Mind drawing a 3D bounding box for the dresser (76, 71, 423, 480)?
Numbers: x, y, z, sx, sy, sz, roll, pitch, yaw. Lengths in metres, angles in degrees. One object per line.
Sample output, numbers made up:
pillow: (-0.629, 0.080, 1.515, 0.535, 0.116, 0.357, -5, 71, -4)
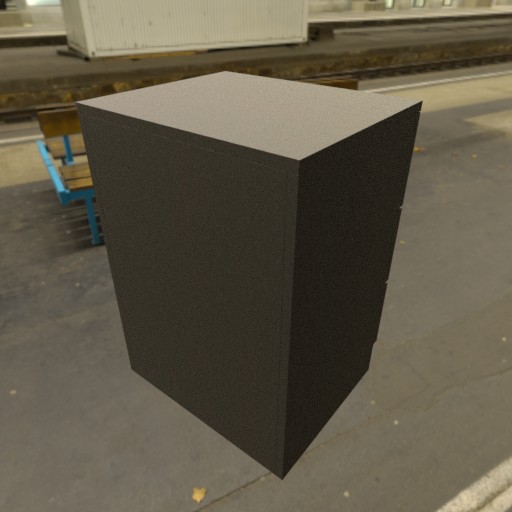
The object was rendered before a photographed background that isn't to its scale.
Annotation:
dresser: (0.000, 0.000, 0.821, 0.400, 0.560, 0.360, 23, 39, 32)
